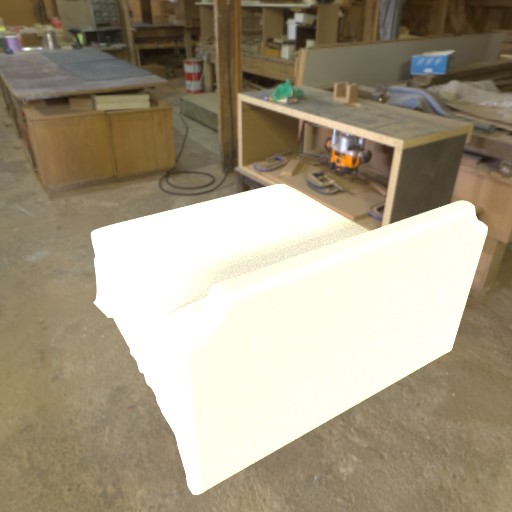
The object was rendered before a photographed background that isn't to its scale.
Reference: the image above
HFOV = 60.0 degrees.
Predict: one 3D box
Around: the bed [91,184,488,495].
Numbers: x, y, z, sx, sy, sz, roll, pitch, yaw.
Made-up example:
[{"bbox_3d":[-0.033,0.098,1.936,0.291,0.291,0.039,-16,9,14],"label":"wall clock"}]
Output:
[{"bbox_3d":[0.000,0.000,3.350,2.160,1.301,2.204,-18,36,-27],"label":"bed"}]
